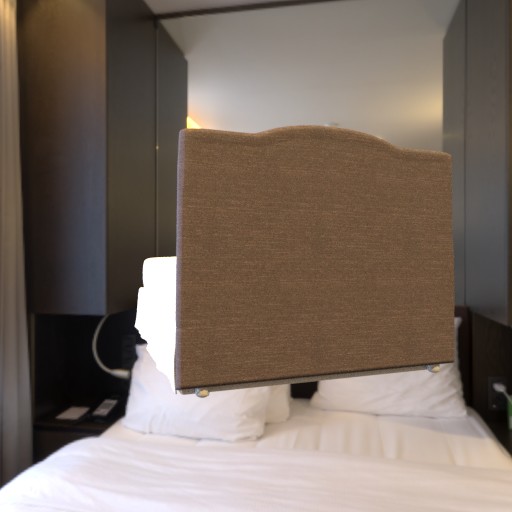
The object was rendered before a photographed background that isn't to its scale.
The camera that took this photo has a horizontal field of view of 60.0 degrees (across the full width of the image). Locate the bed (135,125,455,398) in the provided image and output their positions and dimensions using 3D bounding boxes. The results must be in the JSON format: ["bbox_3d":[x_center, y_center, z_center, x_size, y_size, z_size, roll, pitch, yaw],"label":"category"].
[{"bbox_3d":[0.000,0.000,3.624,1.741,1.441,2.507,0,0,-20],"label":"bed"}]
